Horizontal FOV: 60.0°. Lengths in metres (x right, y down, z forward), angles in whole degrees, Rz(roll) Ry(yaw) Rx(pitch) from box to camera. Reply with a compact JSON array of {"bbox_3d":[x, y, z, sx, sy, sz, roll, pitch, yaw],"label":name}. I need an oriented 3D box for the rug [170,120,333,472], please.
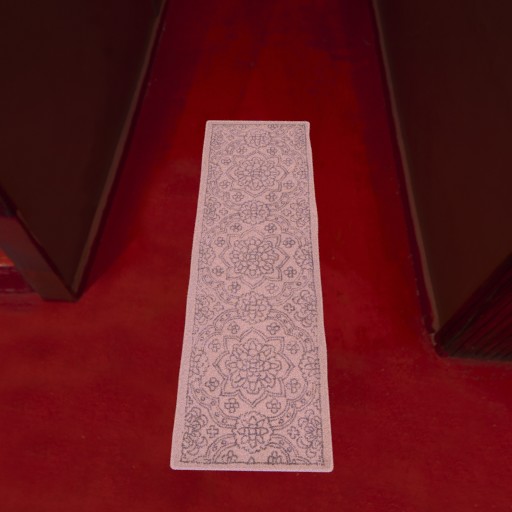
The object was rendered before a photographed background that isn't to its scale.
[{"bbox_3d":[0.000,0.000,2.776,0.806,0.006,2.431,1,59,0],"label":"rug"}]
